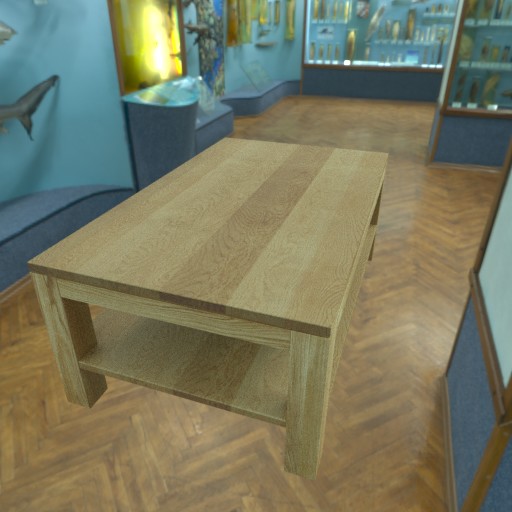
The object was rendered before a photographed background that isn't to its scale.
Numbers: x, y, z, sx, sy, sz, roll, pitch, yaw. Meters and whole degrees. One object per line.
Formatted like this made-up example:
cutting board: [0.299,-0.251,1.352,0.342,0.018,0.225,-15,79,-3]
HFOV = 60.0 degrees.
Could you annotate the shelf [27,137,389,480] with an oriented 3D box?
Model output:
shelf: [0.000,0.000,1.489,0.700,0.450,1.150,10,31,17]
